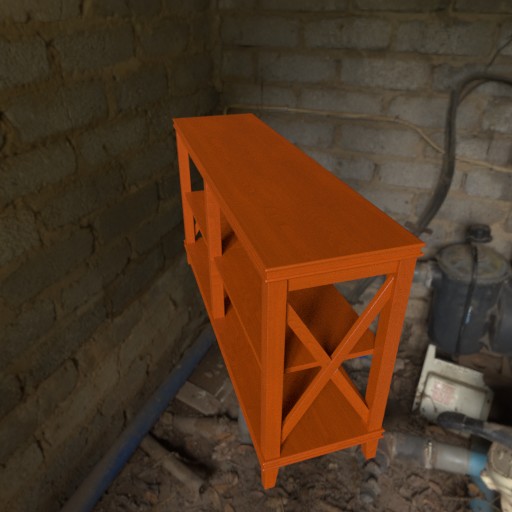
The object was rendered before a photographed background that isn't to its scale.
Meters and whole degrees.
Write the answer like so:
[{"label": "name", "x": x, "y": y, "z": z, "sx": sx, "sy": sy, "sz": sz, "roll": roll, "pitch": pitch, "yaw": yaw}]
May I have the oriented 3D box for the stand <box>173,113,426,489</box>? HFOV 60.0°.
[{"label": "stand", "x": 0.000, "y": 0.000, "z": 1.706, "sx": 0.381, "sy": 0.762, "sz": 1.372, "roll": -9, "pitch": 31, "yaw": -15}]
